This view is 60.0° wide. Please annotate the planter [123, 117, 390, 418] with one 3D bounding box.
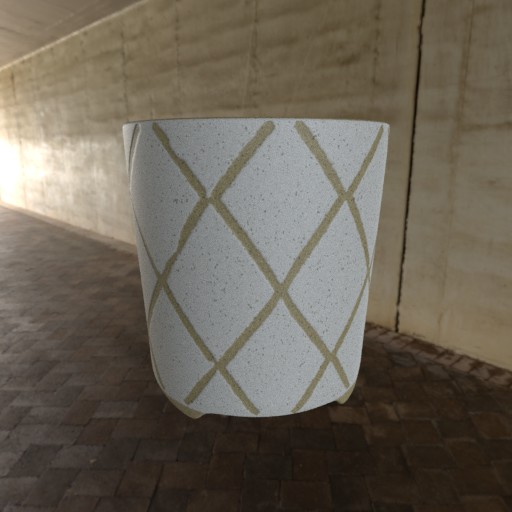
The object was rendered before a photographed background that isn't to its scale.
[{"bbox_3d":[0.000,0.000,0.352,0.191,0.199,0.191,0,14,0],"label":"planter"}]
